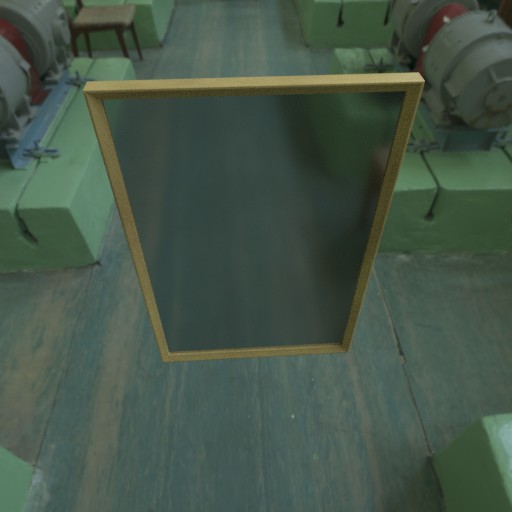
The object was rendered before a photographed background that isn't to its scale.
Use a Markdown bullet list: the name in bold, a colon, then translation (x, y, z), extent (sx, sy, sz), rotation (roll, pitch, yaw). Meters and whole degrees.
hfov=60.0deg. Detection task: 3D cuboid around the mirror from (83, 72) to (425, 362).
- **mirror**: translation (0.000, 0.000, 1.131), extent (0.609, 0.915, 0.041), rotation (-3, 46, -2)
